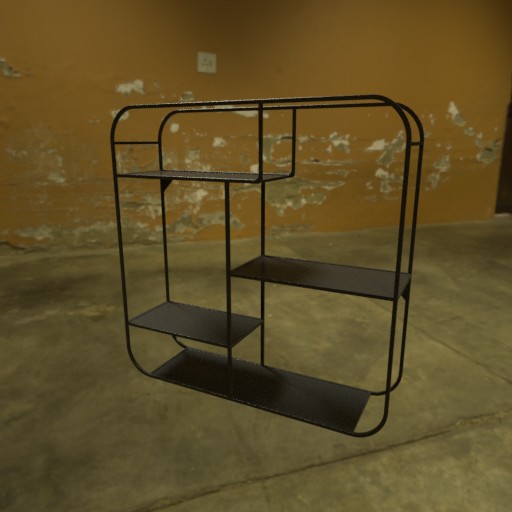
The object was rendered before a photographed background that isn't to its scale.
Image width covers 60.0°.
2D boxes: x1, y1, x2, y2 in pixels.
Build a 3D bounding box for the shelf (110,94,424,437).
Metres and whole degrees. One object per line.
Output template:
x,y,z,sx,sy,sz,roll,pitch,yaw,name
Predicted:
0.000,0.000,0.921,0.600,0.600,0.160,7,16,26,shelf
